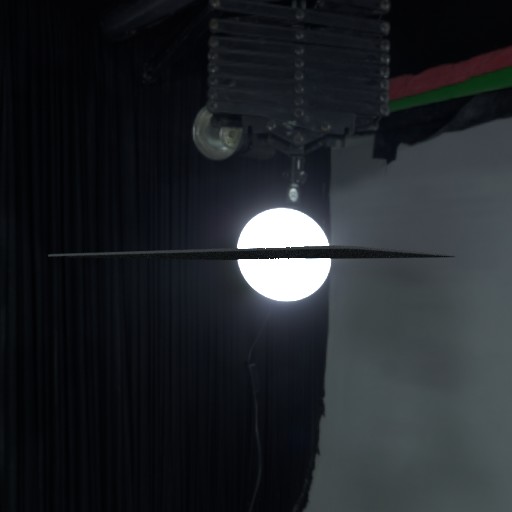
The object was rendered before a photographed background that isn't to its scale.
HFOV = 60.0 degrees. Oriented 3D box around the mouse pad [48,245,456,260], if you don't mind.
[{"bbox_3d":[0.000,0.000,0.434,0.315,0.002,0.269,-1,-2,37],"label":"mouse pad"}]
